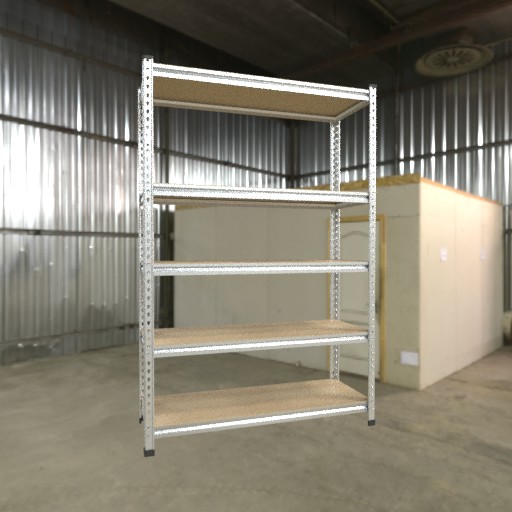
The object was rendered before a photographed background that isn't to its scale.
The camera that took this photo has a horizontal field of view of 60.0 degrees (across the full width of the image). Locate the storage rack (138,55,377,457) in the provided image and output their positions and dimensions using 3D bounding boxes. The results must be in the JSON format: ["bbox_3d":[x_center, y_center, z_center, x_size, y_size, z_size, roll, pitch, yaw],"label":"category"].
[{"bbox_3d":[0.000,0.000,2.414,1.219,1.829,0.457,0,1,-18],"label":"storage rack"}]
